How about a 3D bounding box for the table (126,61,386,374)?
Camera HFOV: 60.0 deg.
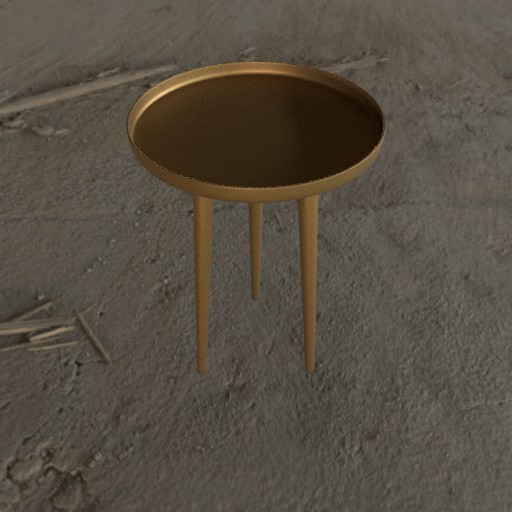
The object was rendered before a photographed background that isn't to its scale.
[{"bbox_3d":[0.000,0.000,0.691,0.299,0.480,0.299,-2,45,-2],"label":"table"}]
